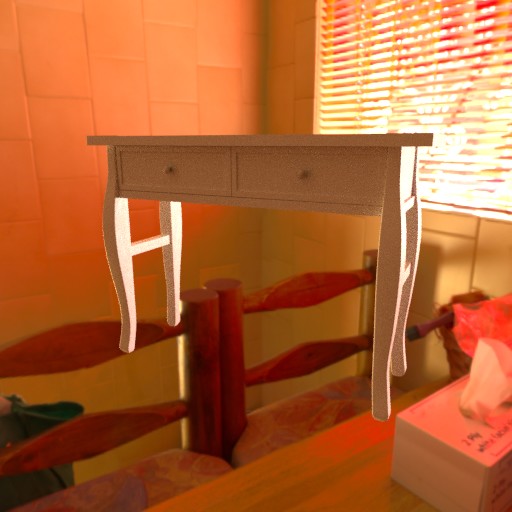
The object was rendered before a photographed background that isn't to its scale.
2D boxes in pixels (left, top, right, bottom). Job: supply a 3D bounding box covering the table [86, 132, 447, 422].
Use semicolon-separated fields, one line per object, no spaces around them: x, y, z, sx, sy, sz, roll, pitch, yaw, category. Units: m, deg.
0.000;0.000;1.462;1.062;0.768;0.373;7;16;26;table
